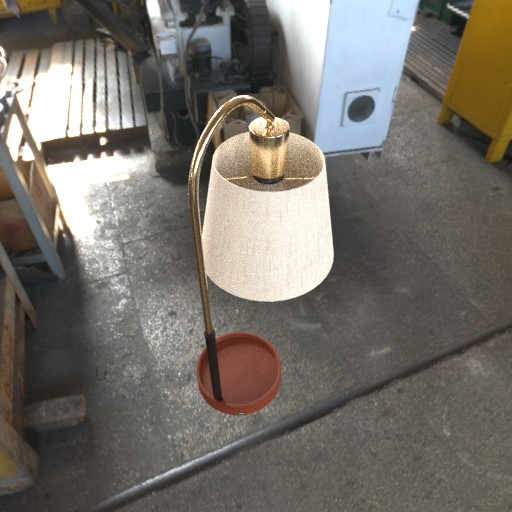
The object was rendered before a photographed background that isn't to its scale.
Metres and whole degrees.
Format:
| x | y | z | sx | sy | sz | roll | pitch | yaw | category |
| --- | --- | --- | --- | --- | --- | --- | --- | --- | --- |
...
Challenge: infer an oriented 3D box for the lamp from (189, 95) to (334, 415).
| x | y | z | sx | sy | sz | roll | pitch | yaw | category |
| --- | --- | --- | --- | --- | --- | --- | --- | --- | --- |
| 0.000 | 0.000 | 0.675 | 0.211 | 0.536 | 0.273 | 24 | 50 | 22 | lamp |
